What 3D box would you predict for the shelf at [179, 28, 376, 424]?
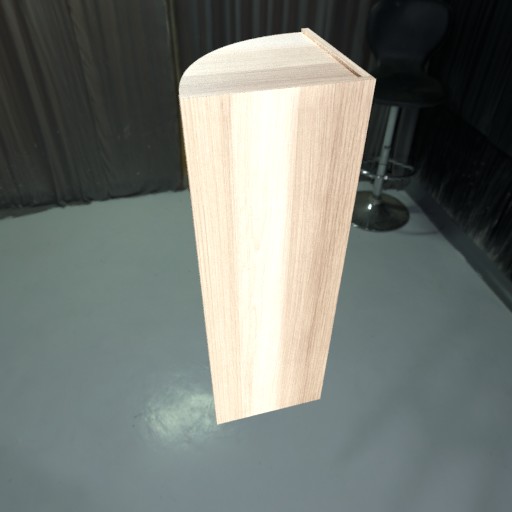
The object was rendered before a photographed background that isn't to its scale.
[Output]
[{"bbox_3d":[0.000,0.000,1.019,0.290,0.872,0.290,-10,42,-11],"label":"shelf"}]
